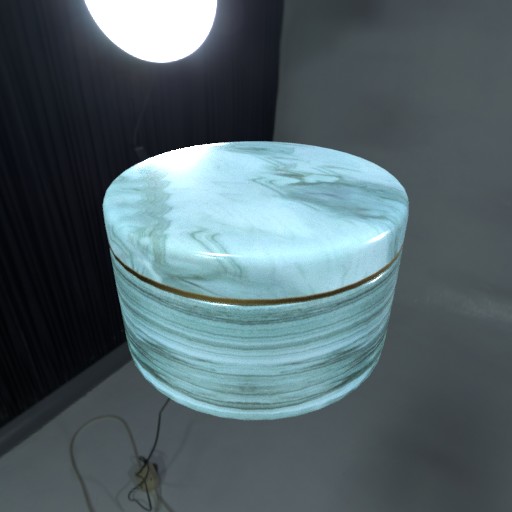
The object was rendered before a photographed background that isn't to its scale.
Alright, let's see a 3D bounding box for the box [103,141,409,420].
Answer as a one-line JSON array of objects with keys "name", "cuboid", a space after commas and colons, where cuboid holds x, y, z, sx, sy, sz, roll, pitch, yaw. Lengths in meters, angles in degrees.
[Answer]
[{"name": "box", "cuboid": [0.000, 0.000, 0.166, 0.101, 0.063, 0.101, 0, 30, 0]}]
